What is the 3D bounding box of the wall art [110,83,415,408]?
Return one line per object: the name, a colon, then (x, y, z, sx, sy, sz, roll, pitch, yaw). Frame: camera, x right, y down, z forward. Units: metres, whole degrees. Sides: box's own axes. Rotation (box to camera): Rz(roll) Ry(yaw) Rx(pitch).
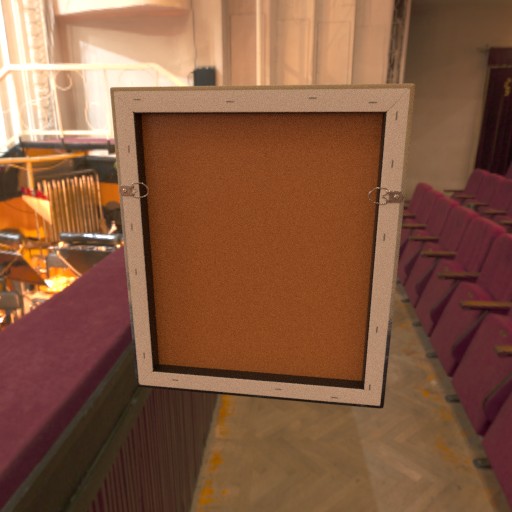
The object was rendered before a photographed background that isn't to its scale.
wall art: (0.000, 0.000, 0.988, 0.608, 0.710, 0.041, 3, 17, 8)
